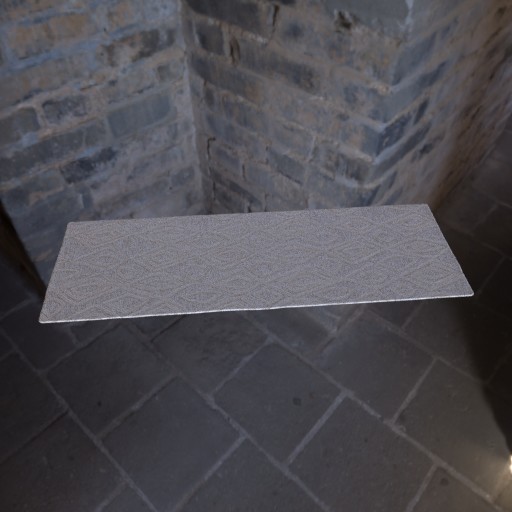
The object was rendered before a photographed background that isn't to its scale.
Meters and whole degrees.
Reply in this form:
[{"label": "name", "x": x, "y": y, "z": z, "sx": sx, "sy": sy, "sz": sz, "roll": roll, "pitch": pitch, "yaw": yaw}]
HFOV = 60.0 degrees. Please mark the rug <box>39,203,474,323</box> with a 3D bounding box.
[{"label": "rug", "x": 0.000, "y": 0.000, "z": 2.729, "sx": 2.436, "sy": 0.013, "sz": 0.807, "roll": -3, "pitch": 47, "yaw": -3}]
